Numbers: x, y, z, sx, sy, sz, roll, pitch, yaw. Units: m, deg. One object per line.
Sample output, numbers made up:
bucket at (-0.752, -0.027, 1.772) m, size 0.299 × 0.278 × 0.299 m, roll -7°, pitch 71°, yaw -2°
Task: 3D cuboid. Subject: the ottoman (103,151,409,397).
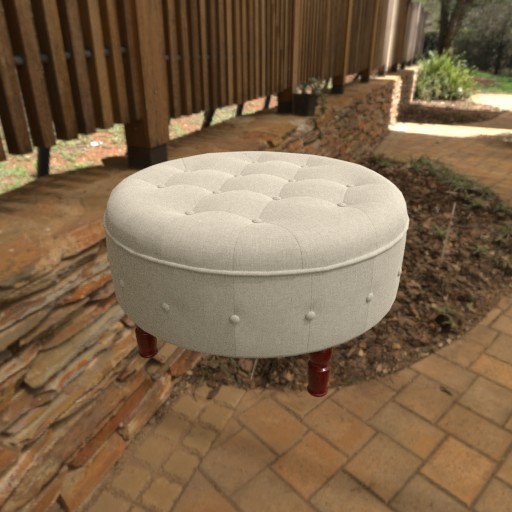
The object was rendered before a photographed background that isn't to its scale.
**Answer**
ottoman at (0.000, 0.000, 1.358) m, size 0.850 × 0.483 × 0.850 m, roll 0°, pitch 26°, yaw 0°
